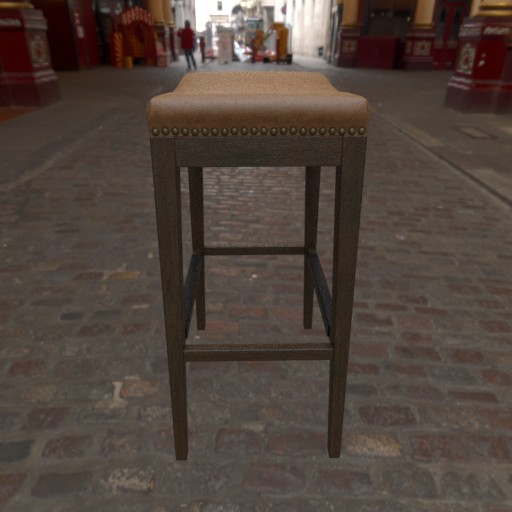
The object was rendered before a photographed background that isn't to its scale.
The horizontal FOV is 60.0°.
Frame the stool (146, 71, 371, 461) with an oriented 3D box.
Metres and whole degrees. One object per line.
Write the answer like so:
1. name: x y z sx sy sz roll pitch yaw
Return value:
1. stool: 0.000 0.000 1.026 0.361 0.759 0.500 -1 27 -1
